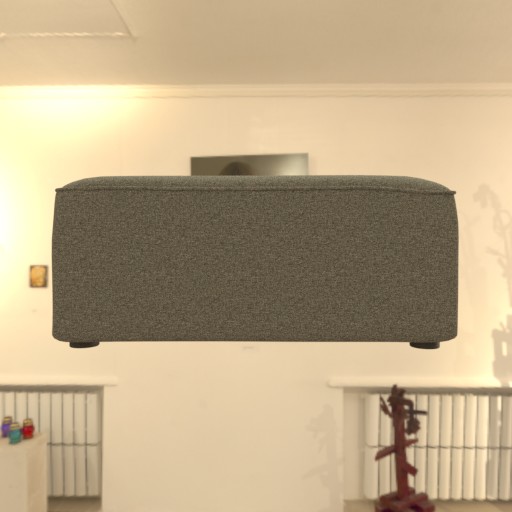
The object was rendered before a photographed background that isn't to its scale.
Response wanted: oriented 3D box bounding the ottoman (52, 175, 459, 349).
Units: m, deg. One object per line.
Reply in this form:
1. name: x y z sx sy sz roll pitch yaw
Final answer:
1. ottoman: 0.000 0.000 1.574 1.005 0.464 1.015 0 0 1
